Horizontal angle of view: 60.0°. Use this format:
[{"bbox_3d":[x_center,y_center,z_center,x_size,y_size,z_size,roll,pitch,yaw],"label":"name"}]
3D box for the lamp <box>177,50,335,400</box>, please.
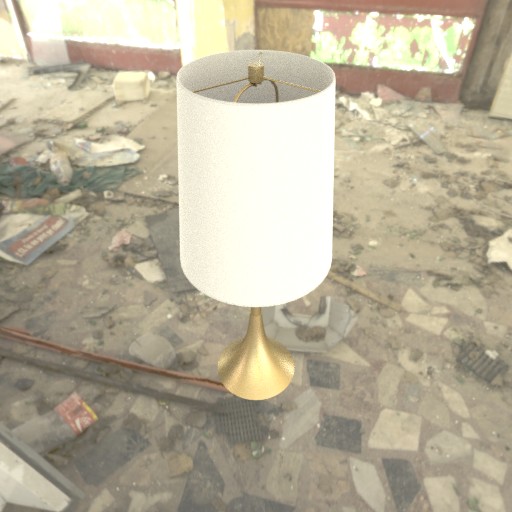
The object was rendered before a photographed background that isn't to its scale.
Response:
[{"bbox_3d":[0.000,0.000,0.685,0.231,0.569,0.231,0,41,0],"label":"lamp"}]
